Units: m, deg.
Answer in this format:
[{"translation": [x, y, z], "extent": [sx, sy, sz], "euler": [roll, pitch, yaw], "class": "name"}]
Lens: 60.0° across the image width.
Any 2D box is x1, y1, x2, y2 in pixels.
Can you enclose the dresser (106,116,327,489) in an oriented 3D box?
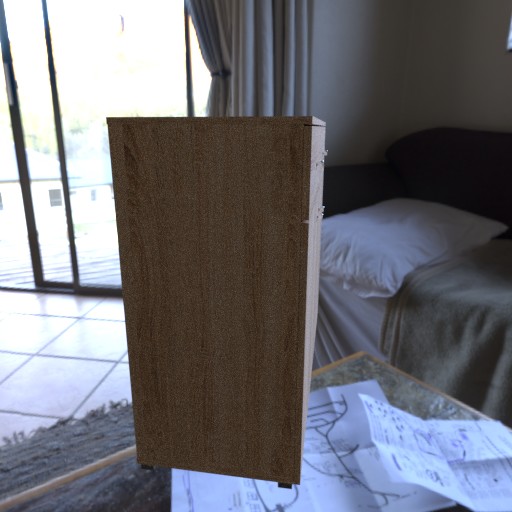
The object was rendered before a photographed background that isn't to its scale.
[{"translation": [0.000, 0.000, 1.541], "extent": [0.450, 0.900, 1.100], "euler": [3, 16, 9], "class": "dresser"}]
